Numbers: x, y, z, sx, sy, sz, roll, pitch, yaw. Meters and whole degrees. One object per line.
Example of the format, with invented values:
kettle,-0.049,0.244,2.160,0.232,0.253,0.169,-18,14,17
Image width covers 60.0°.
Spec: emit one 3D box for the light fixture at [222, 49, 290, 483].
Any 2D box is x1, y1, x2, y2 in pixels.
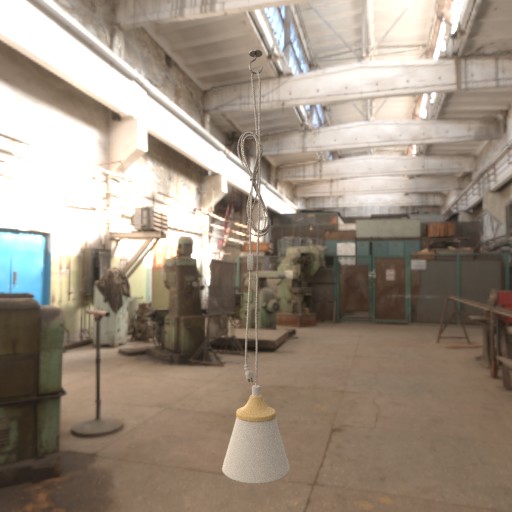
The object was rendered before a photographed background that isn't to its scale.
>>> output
light fixture,0.000,0.000,1.031,0.153,0.966,0.153,-1,-3,18
